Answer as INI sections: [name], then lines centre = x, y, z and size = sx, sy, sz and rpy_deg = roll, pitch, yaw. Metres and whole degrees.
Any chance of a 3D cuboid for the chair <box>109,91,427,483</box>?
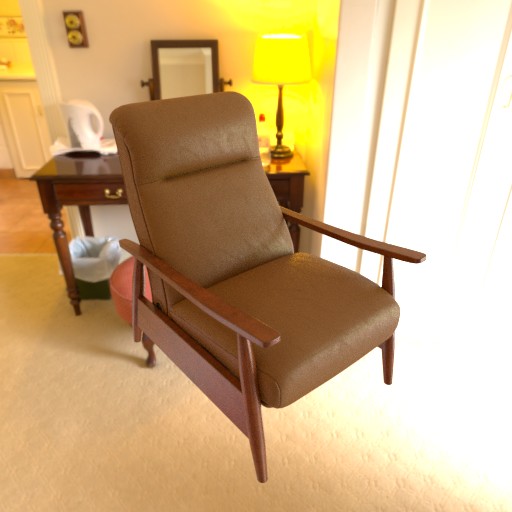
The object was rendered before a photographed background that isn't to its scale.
[chair]
centre = 0.000, 0.000, 1.749
size = 0.762, 1.082, 1.014
rpy_deg = -22, 36, -34
